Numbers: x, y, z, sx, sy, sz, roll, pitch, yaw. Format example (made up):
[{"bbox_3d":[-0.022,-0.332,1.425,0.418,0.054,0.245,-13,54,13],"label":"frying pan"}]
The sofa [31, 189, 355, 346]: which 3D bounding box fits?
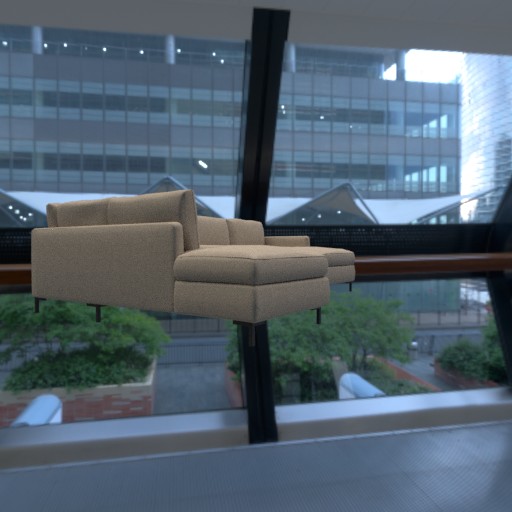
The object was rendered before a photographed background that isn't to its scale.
[{"bbox_3d":[0.000,0.000,3.575,1.879,0.756,2.737,1,1,34],"label":"sofa"}]
